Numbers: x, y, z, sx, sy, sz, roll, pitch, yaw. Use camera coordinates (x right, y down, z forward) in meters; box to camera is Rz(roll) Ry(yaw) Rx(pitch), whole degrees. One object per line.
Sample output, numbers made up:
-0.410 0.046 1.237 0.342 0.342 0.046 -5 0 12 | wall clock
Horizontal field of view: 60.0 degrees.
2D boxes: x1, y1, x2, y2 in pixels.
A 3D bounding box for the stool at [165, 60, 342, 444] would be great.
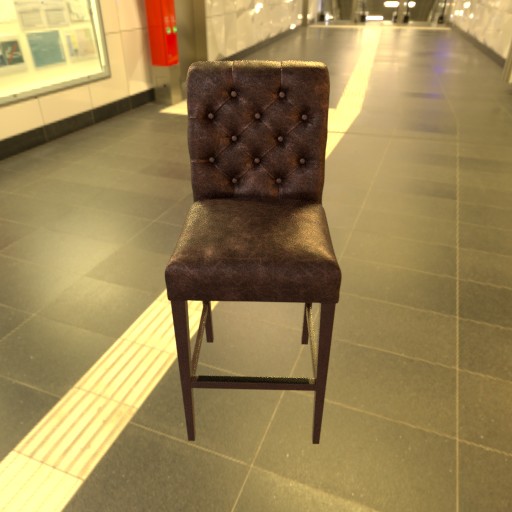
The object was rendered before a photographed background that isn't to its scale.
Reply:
0.000 0.000 1.531 0.483 1.168 0.659 1 32 1 | stool
